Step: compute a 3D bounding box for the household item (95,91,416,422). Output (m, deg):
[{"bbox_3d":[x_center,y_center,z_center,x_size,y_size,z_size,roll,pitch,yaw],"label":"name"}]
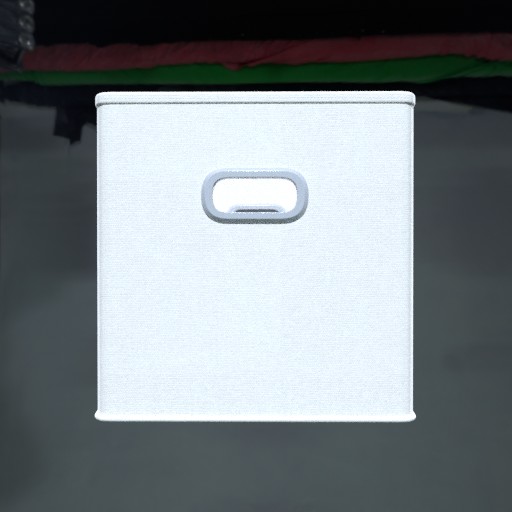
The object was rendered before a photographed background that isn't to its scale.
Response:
[{"bbox_3d":[0.000,0.000,0.558,0.305,0.305,0.305,0,0,0],"label":"household item"}]
